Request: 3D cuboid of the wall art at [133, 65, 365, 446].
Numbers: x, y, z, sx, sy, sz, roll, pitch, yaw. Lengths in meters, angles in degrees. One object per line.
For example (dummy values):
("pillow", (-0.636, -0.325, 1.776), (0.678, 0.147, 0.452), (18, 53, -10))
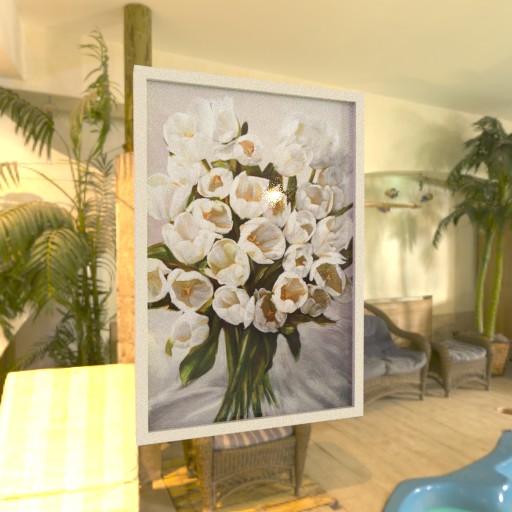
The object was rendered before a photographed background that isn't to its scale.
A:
("wall art", (0.000, 0.000, 0.554), (0.293, 0.428, 0.025), (0, 1, -18))
